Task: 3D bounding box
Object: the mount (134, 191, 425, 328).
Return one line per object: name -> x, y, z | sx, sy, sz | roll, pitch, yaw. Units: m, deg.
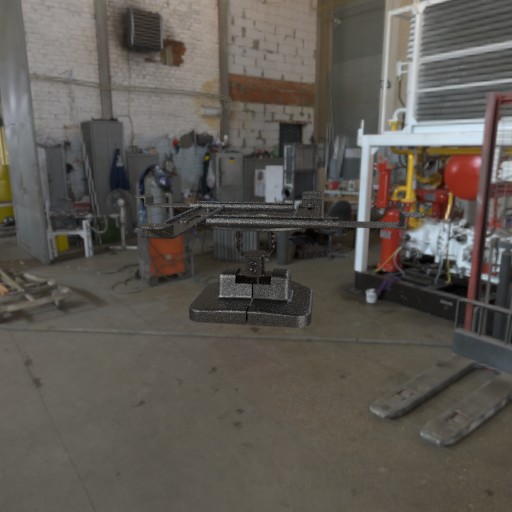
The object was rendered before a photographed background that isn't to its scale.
mount -> 0.000, 0.000, 0.597 | 0.394, 0.141, 0.394 | 2, 14, 8
